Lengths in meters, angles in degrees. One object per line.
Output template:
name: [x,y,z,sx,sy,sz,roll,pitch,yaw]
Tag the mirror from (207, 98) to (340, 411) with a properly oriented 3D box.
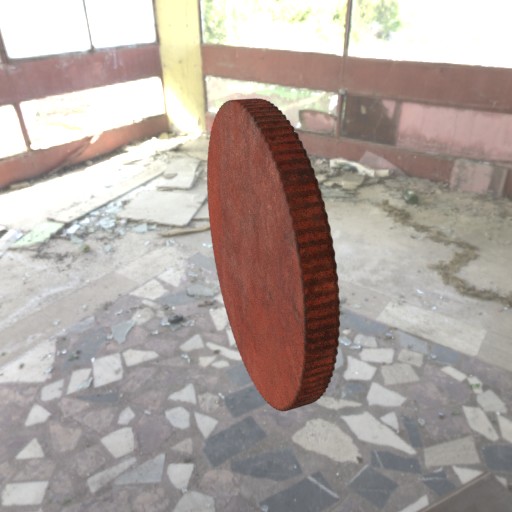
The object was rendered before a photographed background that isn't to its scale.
mirror: [0.000,0.000,0.910,0.056,0.609,0.609,-10,32,-16]
